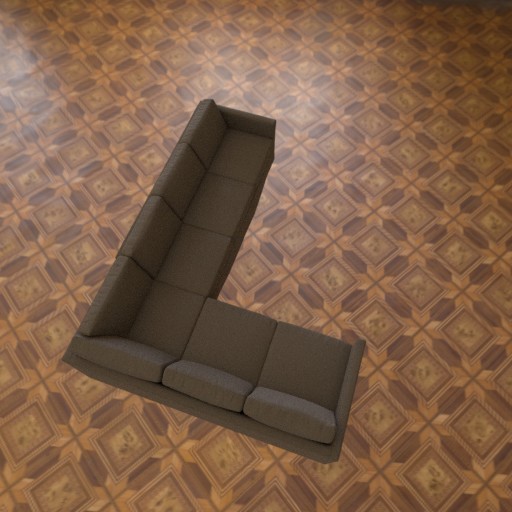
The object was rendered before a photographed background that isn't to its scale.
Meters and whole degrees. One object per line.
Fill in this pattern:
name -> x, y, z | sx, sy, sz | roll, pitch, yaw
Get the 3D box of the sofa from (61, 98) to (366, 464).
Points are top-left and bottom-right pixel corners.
sofa -> 0.000, 0.000, 4.458 | 2.432, 0.871, 3.182 | 17, 64, 8
